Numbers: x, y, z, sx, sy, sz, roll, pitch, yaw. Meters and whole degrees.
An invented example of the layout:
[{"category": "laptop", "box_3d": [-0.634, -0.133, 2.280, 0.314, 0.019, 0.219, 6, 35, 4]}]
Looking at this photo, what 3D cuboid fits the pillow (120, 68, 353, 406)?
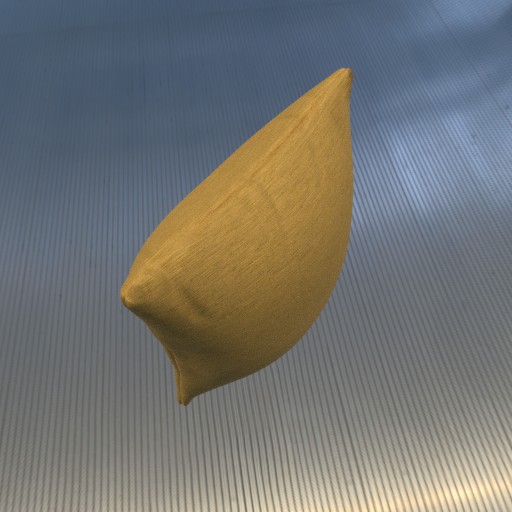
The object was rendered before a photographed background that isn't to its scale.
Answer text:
[{"category": "pillow", "box_3d": [0.000, 0.000, 0.682, 0.247, 0.417, 0.435, 31, 63, 18]}]
